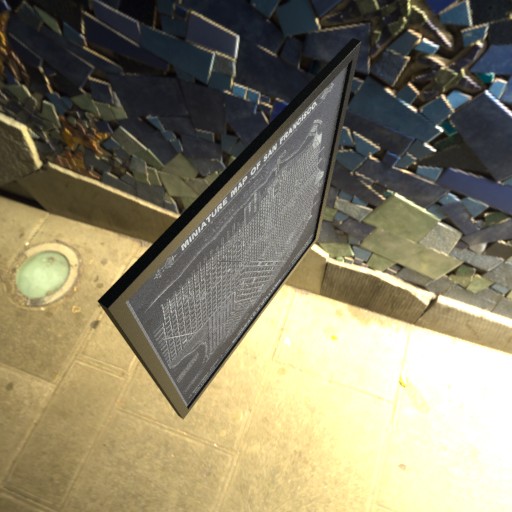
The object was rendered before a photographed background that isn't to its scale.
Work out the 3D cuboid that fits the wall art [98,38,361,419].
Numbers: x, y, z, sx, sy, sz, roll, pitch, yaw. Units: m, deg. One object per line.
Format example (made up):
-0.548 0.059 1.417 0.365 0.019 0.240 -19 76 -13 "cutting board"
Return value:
0.000 0.000 1.181 0.022 0.807 0.807 31 63 17 "wall art"
